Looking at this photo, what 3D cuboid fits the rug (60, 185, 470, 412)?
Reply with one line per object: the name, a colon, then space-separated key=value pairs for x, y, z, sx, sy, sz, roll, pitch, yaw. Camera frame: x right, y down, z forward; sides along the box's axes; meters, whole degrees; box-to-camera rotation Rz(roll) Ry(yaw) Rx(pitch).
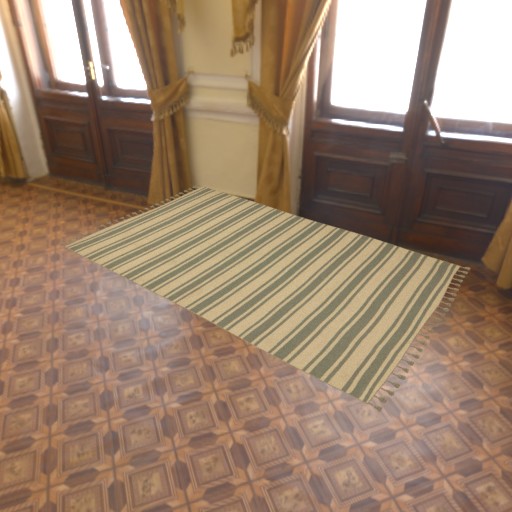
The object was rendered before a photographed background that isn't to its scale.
rug: x=0.000 y=0.000 z=2.552 sx=2.084 sy=0.009 sz=1.222 roll=21 pitch=37 yaw=32
